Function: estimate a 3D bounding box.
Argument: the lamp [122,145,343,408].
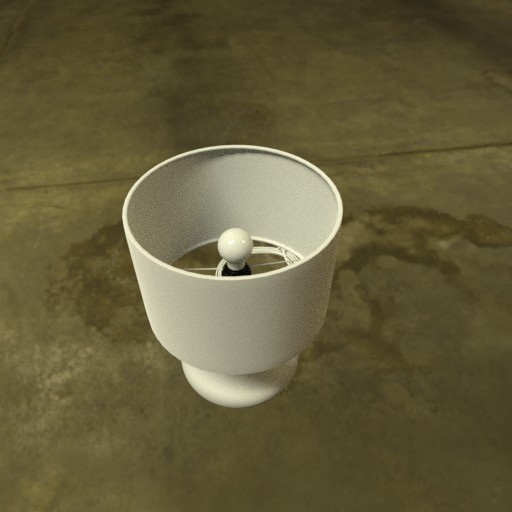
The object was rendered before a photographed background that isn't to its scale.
[{"bbox_3d":[0.000,0.000,0.868,0.401,0.457,0.546,26,50,25],"label":"lamp"}]
